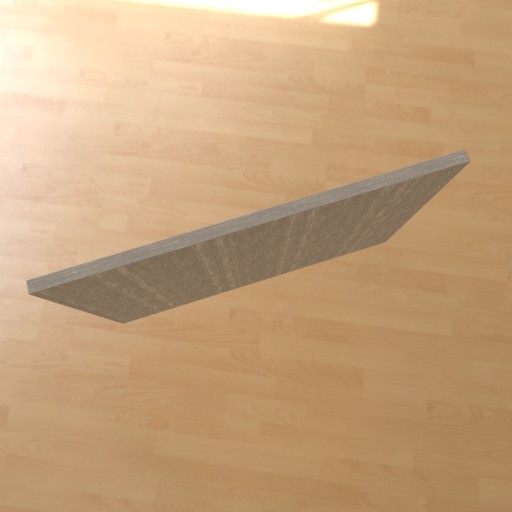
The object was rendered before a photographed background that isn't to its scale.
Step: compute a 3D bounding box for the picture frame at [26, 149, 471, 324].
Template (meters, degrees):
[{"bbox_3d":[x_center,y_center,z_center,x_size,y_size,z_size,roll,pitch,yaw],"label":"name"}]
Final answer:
[{"bbox_3d":[0.000,0.000,1.224,0.950,0.640,0.029,-17,77,-4],"label":"picture frame"}]
